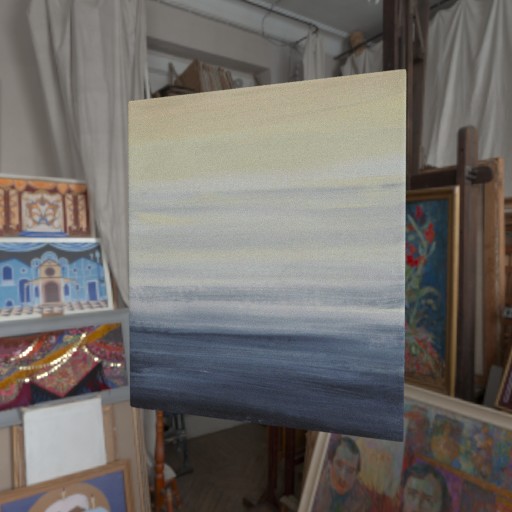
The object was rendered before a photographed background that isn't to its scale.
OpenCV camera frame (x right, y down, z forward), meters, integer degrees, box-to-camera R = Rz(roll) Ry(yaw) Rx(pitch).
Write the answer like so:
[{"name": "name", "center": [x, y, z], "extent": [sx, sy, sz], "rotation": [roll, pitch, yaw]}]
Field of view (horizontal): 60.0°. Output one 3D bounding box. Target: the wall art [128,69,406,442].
[{"name": "wall art", "center": [0.000, 0.000, 0.954], "extent": [0.608, 0.710, 0.041], "rotation": [0, 1, 18]}]
